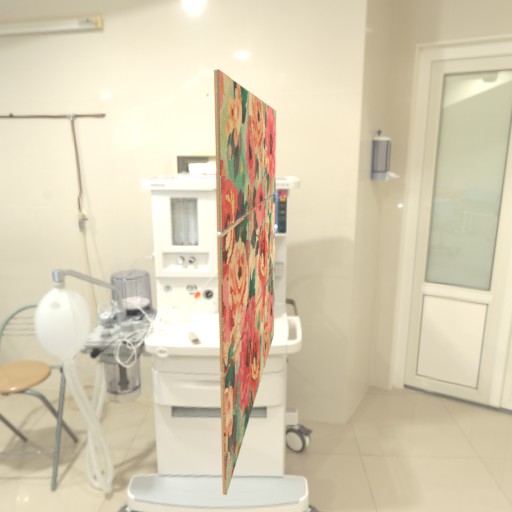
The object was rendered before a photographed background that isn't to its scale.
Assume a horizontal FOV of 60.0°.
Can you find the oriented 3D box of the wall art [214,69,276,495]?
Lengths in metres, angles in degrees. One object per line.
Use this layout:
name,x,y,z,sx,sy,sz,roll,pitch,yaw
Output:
wall art,0.000,0.000,1.802,0.013,1.220,1.216,2,14,9
